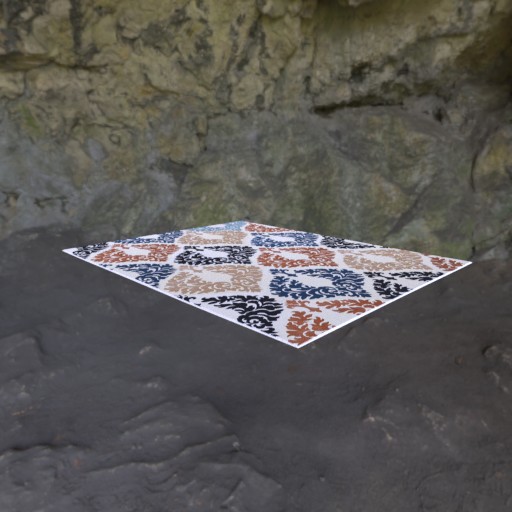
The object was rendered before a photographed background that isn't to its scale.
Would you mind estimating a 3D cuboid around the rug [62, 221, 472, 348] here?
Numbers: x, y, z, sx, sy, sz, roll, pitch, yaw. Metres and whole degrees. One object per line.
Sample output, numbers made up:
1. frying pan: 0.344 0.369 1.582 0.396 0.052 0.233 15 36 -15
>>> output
1. rug: 0.000 0.000 4.174 2.423 0.014 3.040 -14 20 -43
